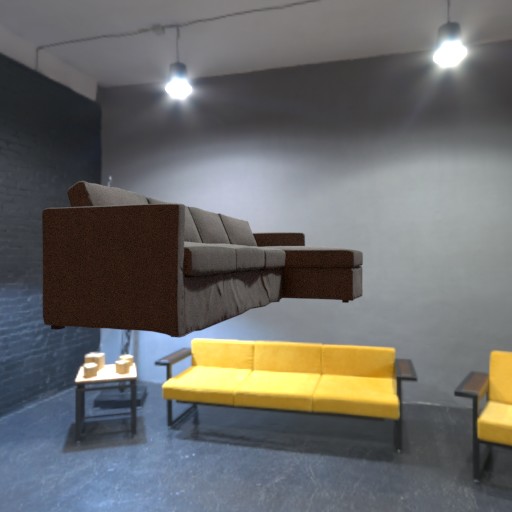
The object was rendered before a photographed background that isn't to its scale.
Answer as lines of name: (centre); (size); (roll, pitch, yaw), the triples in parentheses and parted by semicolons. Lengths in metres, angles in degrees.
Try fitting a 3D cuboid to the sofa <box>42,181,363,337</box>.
sofa: (0.000, 0.000, 3.897); (1.650, 0.922, 3.205); (0, 0, 18)
